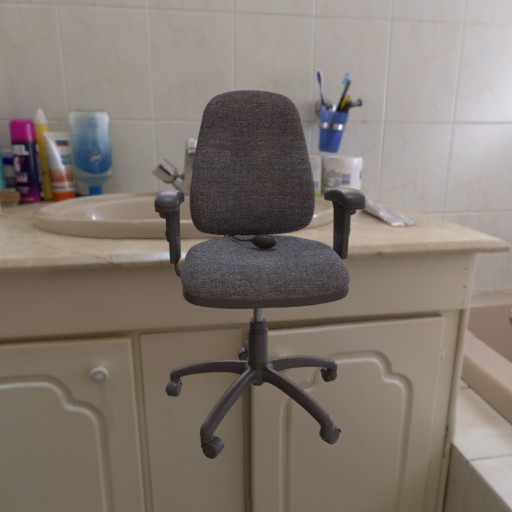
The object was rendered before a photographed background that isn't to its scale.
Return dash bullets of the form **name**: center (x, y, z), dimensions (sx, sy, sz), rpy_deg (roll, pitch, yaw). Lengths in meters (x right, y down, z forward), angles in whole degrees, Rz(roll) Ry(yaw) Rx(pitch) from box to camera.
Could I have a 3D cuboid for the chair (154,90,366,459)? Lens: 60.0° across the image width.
- **chair**: center (0.000, 0.000, 1.247), dimensions (0.550, 0.910, 0.530), rpy_deg (-2, 15, -6)
